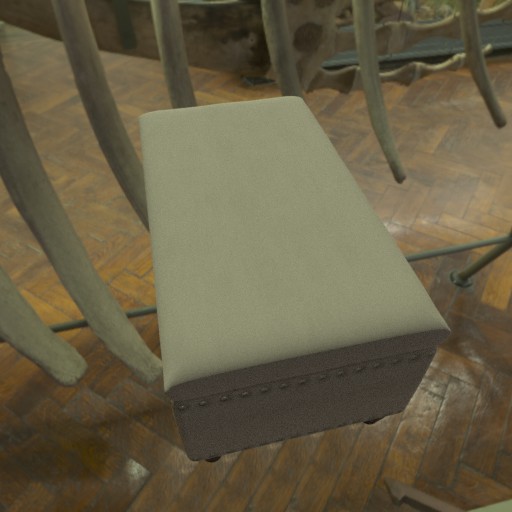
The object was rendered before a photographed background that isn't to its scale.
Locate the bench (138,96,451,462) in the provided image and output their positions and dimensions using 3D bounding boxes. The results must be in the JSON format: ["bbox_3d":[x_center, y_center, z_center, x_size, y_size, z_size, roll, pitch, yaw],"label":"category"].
[{"bbox_3d":[0.000,0.000,1.168,0.500,0.449,0.887,-10,47,-9],"label":"bench"}]
